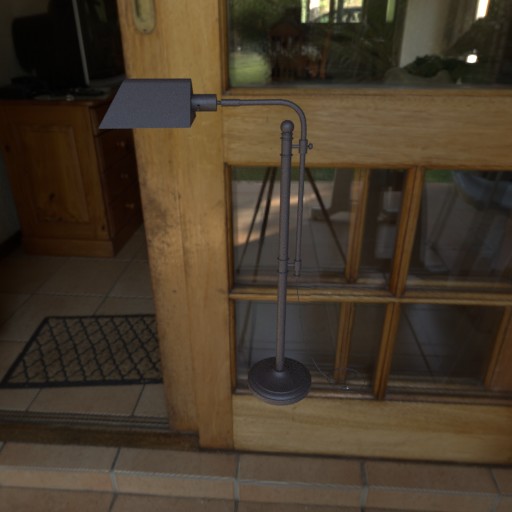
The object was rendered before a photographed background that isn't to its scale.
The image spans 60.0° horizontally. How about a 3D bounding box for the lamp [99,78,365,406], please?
[{"bbox_3d":[0.000,0.000,0.948,0.545,0.708,0.159,-1,27,-2],"label":"lamp"}]
